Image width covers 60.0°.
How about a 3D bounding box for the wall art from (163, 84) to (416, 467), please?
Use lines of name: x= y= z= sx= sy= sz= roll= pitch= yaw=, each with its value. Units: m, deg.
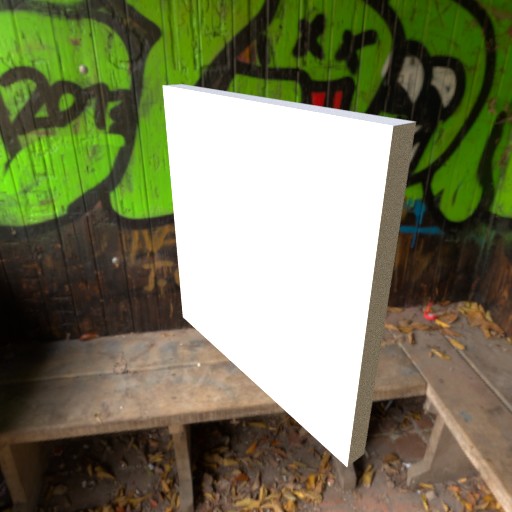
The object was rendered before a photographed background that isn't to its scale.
wall art: x=0.000 y=0.000 z=0.527 sx=0.027 sy=0.355 sz=0.355 roll=-19 pitch=32 yaw=-33
